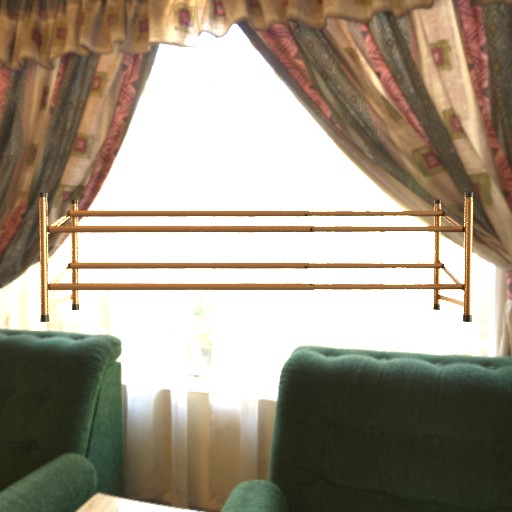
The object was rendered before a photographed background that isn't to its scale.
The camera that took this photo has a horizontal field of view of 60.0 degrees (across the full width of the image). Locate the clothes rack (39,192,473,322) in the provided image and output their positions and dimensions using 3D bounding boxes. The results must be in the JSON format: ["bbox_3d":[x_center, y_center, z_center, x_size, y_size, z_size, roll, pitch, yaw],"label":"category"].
[{"bbox_3d":[0.000,0.000,1.298,1.168,0.349,0.229,0,2,0],"label":"clothes rack"}]
